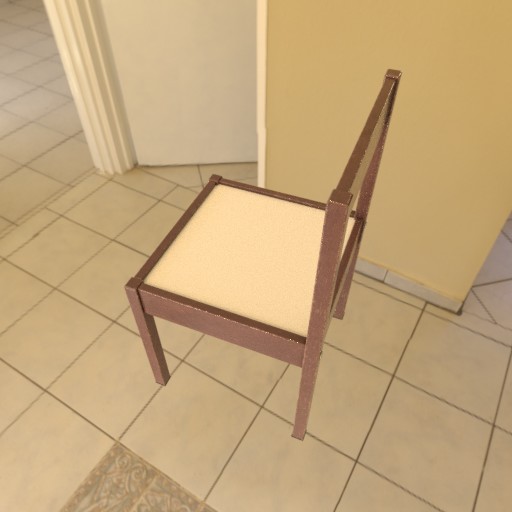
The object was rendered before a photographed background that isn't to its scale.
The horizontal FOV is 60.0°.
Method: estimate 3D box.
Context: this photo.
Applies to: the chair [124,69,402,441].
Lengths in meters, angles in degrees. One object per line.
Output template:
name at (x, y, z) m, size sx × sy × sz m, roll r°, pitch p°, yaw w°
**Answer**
chair at (0.000, 0.000, 0.681) m, size 0.285 × 0.505 × 0.285 m, roll 16°, pitch 48°, yaw 15°
